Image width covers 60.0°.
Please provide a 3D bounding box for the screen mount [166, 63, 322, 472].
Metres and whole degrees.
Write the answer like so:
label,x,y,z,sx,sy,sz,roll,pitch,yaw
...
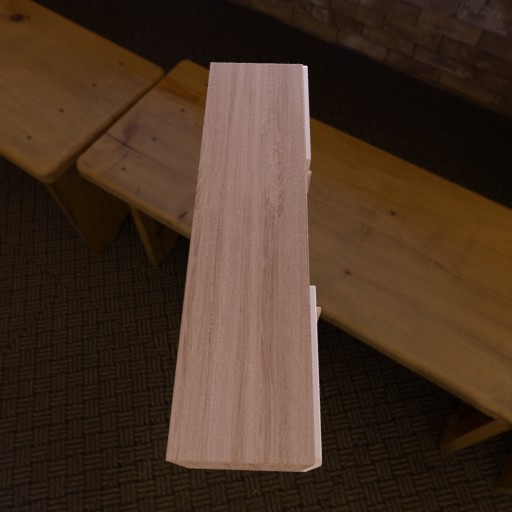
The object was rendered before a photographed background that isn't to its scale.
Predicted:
label,x,y,z,sx,sy,sz,roll,pitch,yaw
screen mount,0.000,0.000,1.735,0.420,0.570,1.500,1,62,1
